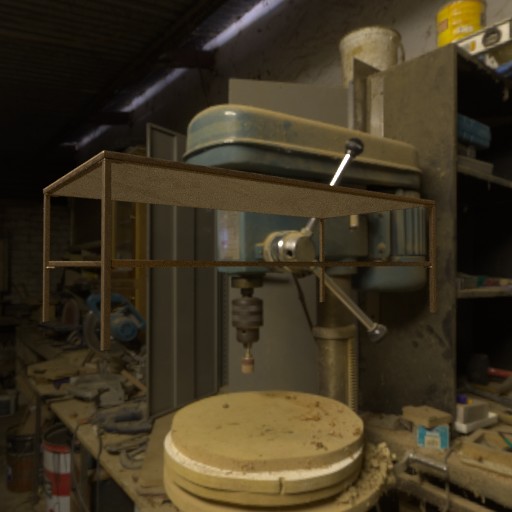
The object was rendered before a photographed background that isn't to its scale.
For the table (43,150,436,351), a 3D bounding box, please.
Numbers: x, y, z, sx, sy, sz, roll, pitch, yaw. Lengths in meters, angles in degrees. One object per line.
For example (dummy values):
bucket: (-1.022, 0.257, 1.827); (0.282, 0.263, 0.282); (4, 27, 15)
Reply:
table: (0.000, 0.000, 1.480); (1.197, 0.405, 0.577); (1, -1, -37)
